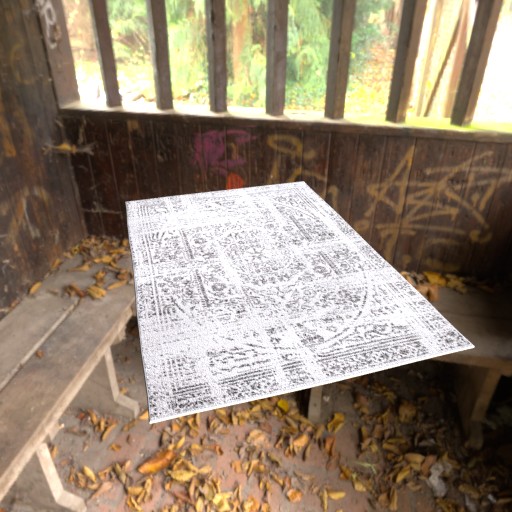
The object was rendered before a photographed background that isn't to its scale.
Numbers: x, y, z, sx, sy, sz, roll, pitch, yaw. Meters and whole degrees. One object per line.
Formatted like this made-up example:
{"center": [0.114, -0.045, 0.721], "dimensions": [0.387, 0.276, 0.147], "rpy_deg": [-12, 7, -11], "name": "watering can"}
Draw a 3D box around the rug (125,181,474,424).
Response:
{"center": [0.000, 0.000, 3.133], "dimensions": [1.706, 0.026, 2.438], "rpy_deg": [-9, 32, -14], "name": "rug"}
